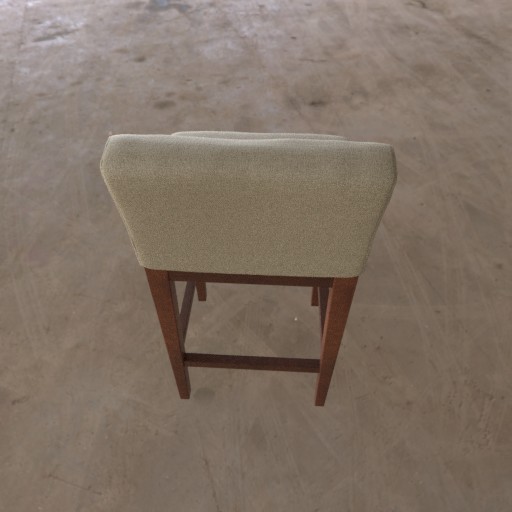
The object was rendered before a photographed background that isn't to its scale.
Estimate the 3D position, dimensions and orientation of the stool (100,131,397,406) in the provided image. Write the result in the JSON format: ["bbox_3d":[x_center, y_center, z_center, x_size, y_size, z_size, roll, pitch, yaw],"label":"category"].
[{"bbox_3d":[0.000,0.000,1.217,0.511,0.937,0.500,2,46,2],"label":"stool"}]
